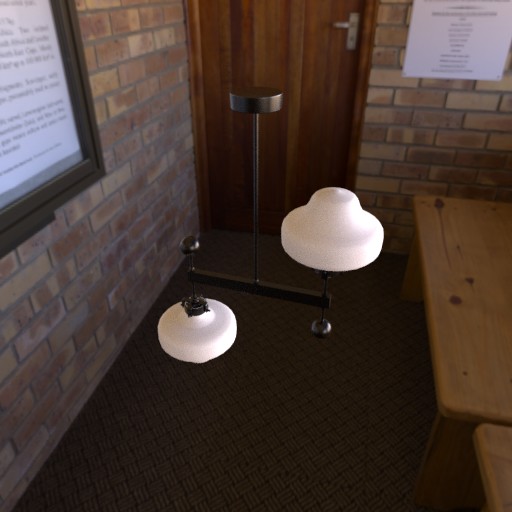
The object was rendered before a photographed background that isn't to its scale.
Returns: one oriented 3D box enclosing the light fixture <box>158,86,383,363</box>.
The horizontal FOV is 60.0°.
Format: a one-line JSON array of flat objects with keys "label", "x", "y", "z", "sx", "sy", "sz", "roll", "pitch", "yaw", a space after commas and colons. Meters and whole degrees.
[{"label": "light fixture", "x": 0.000, "y": 0.000, "z": 1.049, "sx": 0.489, "sy": 0.743, "sz": 0.422, "roll": -10, "pitch": 33, "yaw": -16}]
